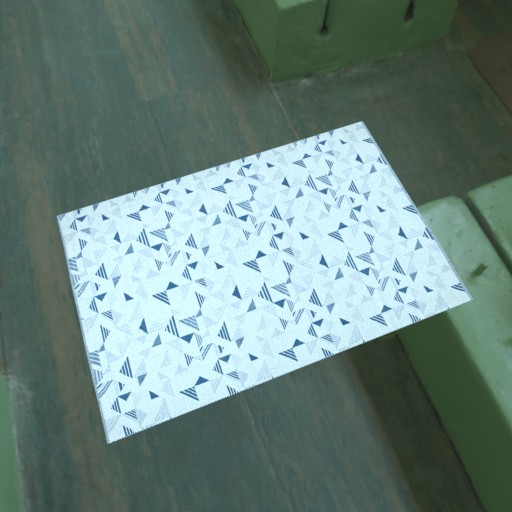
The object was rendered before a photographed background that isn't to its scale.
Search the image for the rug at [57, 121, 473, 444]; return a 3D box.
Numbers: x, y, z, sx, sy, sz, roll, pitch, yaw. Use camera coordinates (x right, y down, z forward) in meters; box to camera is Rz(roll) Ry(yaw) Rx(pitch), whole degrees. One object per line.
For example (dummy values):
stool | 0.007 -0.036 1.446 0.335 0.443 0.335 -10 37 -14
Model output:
rug | 0.000 0.000 2.277 1.835 0.003 1.206 -19 67 -9
